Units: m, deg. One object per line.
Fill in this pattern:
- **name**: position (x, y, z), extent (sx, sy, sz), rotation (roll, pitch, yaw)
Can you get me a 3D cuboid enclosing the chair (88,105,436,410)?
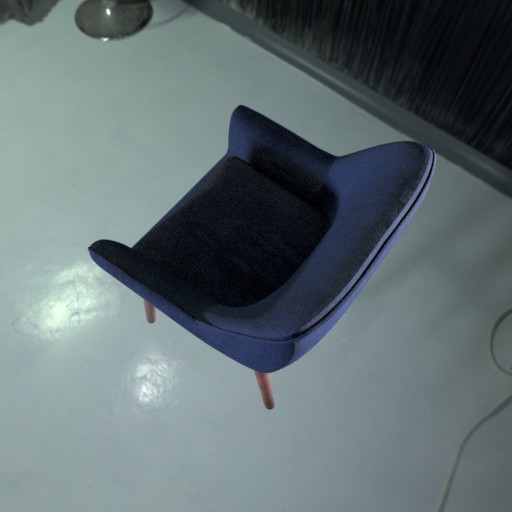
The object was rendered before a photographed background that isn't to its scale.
- **chair**: position (0.000, 0.000, 1.220), extent (0.600, 0.820, 0.600), rotation (34, 68, 16)
